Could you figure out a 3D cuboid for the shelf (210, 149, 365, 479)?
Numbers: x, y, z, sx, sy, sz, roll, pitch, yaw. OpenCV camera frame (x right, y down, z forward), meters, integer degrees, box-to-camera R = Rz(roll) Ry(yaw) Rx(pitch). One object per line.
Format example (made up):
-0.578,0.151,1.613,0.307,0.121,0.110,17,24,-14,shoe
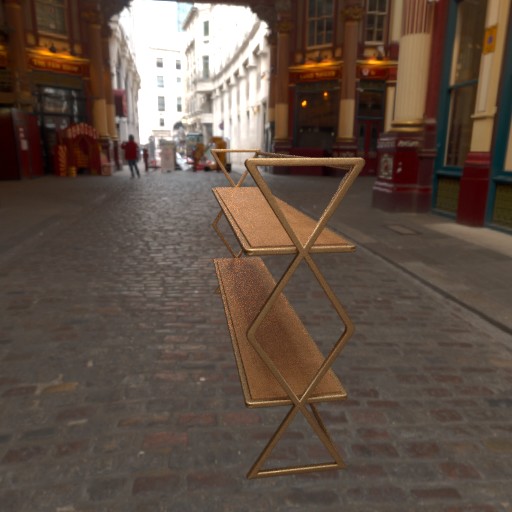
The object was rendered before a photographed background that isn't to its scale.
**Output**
0.000,0.000,0.984,0.150,0.450,0.822,-2,14,-8,shelf
